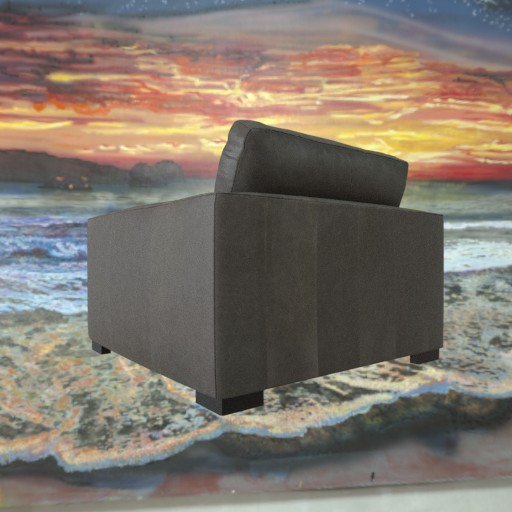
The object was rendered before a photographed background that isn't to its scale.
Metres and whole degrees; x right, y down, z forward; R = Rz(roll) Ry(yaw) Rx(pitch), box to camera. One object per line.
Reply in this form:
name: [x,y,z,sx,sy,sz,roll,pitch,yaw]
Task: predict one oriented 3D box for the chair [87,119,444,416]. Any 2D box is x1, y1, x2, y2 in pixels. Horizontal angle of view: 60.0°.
chair: [0.000,0.000,1.834,1.106,0.807,1.080,0,0,-37]
